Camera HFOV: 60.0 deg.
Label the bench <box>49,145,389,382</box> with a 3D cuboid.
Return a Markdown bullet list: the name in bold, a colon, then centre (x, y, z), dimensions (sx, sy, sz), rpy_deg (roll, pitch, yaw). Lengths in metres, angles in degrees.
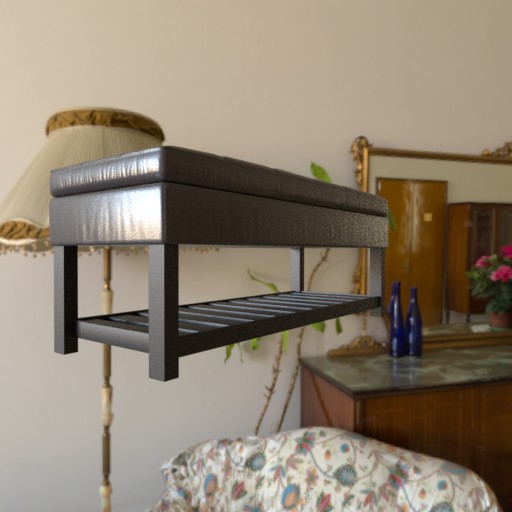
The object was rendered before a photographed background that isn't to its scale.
- **bench**: centre (0.000, 0.000, 1.374), dimensions (0.432, 0.460, 1.105), rpy_deg (0, 1, 38)
